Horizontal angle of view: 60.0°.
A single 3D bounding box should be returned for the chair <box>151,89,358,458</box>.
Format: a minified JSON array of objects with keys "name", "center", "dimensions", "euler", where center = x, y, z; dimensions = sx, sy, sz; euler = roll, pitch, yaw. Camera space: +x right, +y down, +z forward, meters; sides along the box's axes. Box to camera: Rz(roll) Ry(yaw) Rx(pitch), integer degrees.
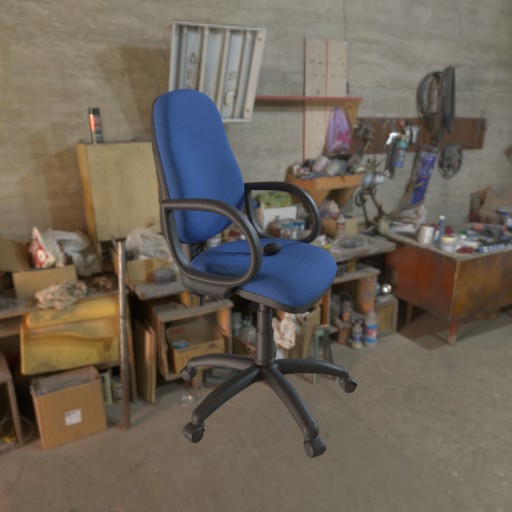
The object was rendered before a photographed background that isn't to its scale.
[{"name":"chair","center":[0.000,0.000,1.246],"dimensions":[0.549,0.905,0.552],"euler":[7,17,25]}]
